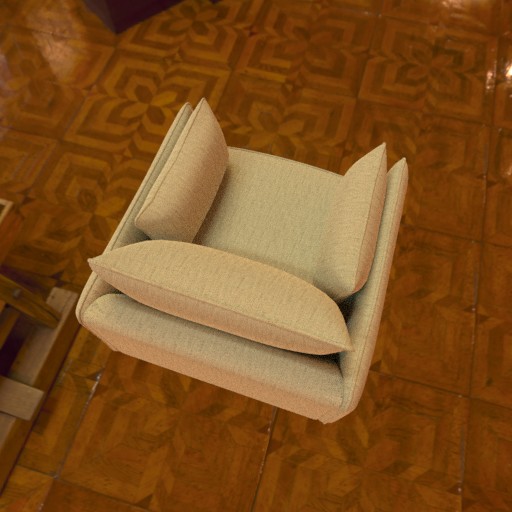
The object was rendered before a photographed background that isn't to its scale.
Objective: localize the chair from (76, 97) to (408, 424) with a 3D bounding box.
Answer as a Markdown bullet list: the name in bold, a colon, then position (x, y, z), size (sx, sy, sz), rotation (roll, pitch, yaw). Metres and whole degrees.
- **chair**: position (0.000, 0.000, 1.745), size (0.994, 0.855, 0.991), rotation (17, 66, 8)
